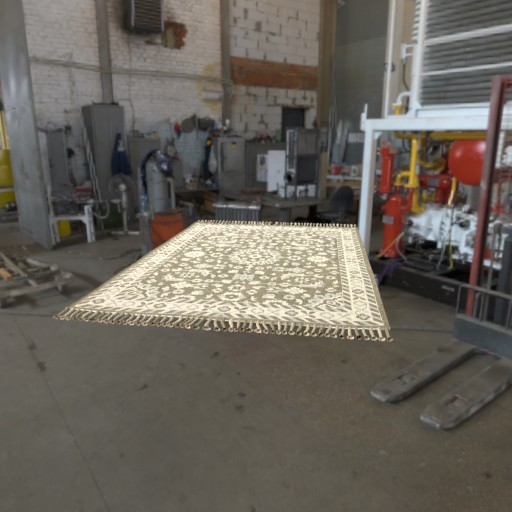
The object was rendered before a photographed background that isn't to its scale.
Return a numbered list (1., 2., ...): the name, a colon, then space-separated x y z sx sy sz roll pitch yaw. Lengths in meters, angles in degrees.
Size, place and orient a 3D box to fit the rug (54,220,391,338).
1. rug: 0.000 0.000 3.080 1.530 0.025 2.431 2 15 8
